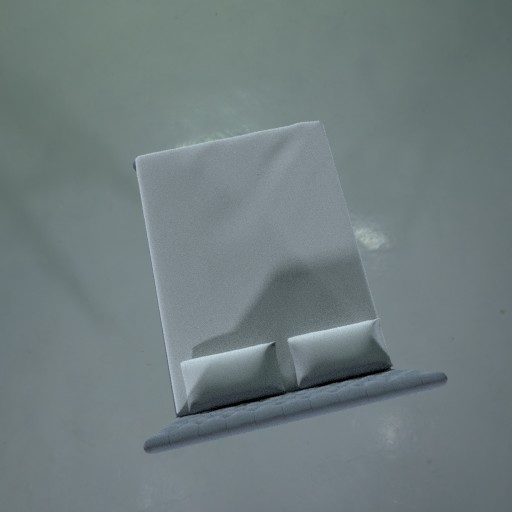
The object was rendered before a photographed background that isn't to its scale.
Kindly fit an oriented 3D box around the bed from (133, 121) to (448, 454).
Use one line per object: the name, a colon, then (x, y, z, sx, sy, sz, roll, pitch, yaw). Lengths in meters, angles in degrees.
bed: (0.000, 0.000, 3.313, 1.698, 1.427, 2.231, -12, 76, -3)
